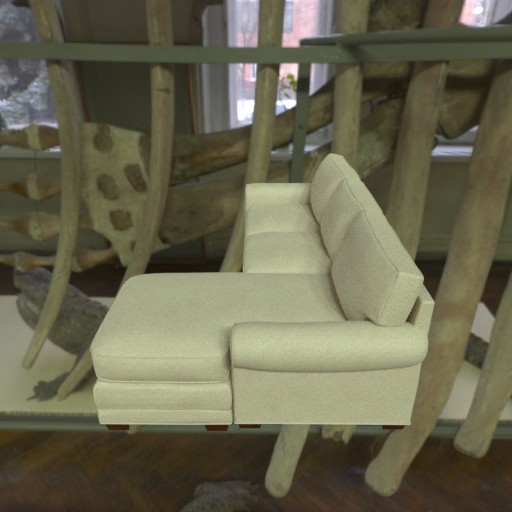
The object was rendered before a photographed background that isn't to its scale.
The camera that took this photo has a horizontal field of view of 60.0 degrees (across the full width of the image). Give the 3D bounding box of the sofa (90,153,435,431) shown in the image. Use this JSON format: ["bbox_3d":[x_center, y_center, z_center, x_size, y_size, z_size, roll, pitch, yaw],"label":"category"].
[{"bbox_3d":[0.000,0.000,2.321,1.226,0.734,1.770,0,27,0],"label":"sofa"}]
